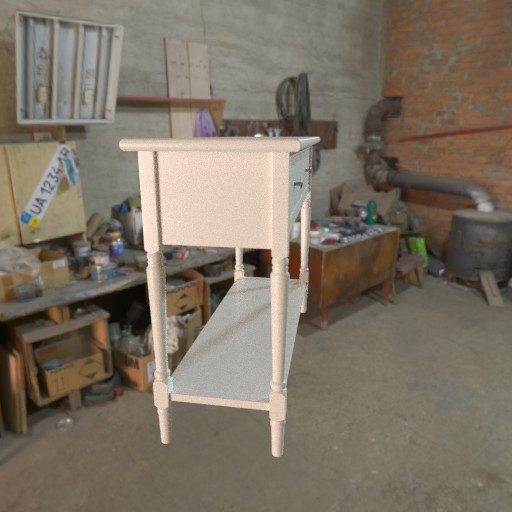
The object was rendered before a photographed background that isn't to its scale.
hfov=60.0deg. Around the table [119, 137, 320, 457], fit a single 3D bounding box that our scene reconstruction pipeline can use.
[{"bbox_3d":[0.000,0.000,1.576,0.386,0.814,1.191,3,15,9],"label":"table"}]
